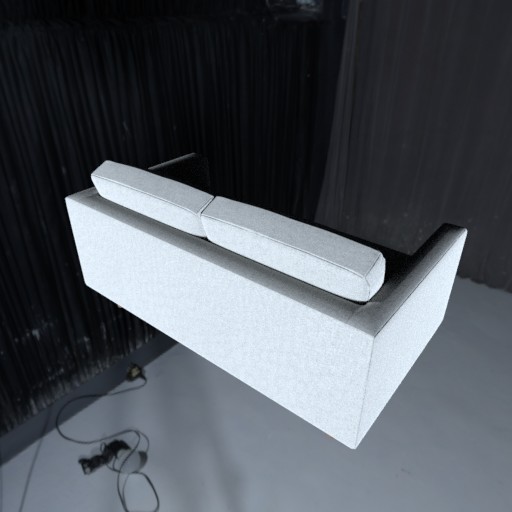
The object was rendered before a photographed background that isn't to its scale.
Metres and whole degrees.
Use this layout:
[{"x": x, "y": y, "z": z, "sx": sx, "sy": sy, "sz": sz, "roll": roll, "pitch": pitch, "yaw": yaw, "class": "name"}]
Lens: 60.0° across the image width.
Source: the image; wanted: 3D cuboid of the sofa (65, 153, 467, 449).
[{"x": 0.000, "y": 0.000, "z": 2.287, "sx": 1.731, "sy": 0.900, "sz": 1.000, "roll": 22, "pitch": 38, "yaw": 32, "class": "sofa"}]
